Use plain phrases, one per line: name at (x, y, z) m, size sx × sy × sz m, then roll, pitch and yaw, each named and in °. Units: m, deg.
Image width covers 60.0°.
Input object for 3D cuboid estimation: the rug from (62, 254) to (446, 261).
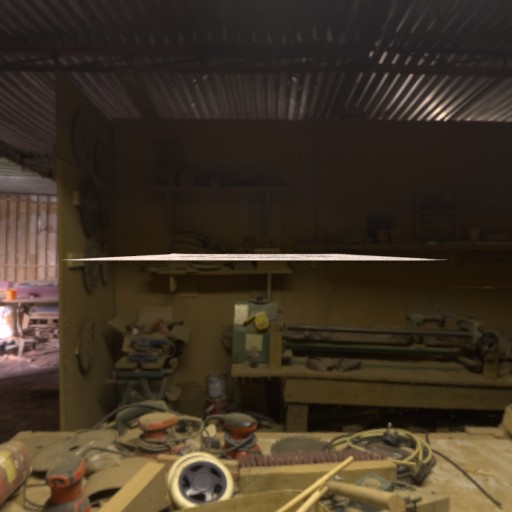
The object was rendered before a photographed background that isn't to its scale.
rug at (0.000, 0.000, 2.299) m, size 1.223 × 0.008 × 1.813 m, roll 0°, pitch 1°, yaw 0°
